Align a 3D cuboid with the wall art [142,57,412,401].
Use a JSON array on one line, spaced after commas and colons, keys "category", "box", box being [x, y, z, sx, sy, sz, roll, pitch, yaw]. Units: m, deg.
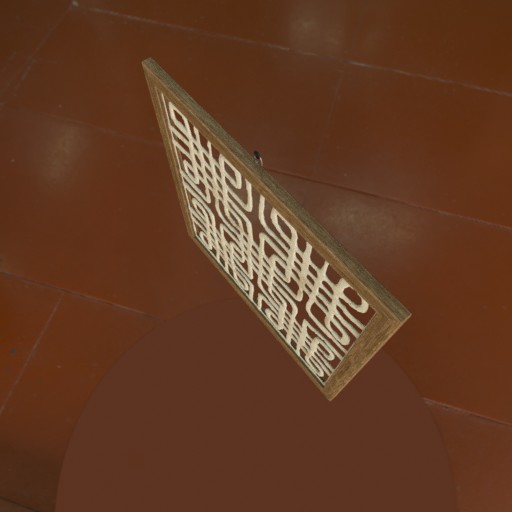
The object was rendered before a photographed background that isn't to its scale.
[{"category": "wall art", "box": [0.000, 0.000, 0.853, 0.021, 0.582, 0.561, -36, 68, -17]}]
